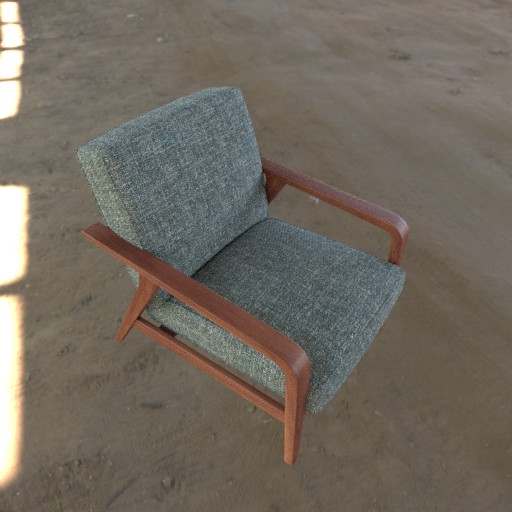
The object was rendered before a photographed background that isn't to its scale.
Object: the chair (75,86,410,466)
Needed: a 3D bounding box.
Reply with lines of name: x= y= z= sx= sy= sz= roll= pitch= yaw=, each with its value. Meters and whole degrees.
chair: x=0.000 y=0.000 z=1.485 sx=0.889 sy=0.864 sz=0.719 roll=25 pitch=47 yaw=26
